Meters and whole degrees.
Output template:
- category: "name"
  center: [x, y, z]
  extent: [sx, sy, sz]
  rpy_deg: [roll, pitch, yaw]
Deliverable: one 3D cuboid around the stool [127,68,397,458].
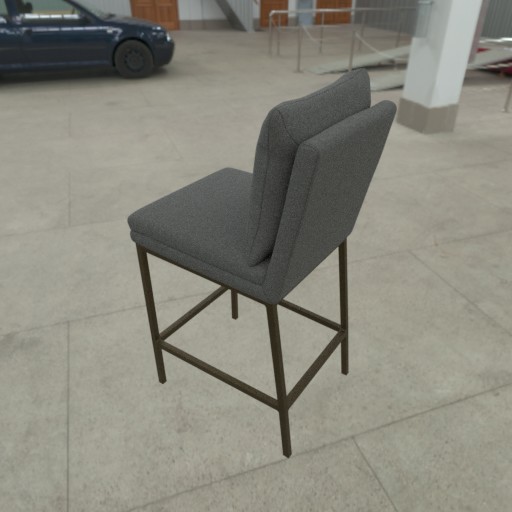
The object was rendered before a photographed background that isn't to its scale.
- category: "stool"
  center: [0.000, 0.000, 1.328]
  extent: [0.569, 1.030, 0.463]
  rpy_deg: [21, 38, 29]
